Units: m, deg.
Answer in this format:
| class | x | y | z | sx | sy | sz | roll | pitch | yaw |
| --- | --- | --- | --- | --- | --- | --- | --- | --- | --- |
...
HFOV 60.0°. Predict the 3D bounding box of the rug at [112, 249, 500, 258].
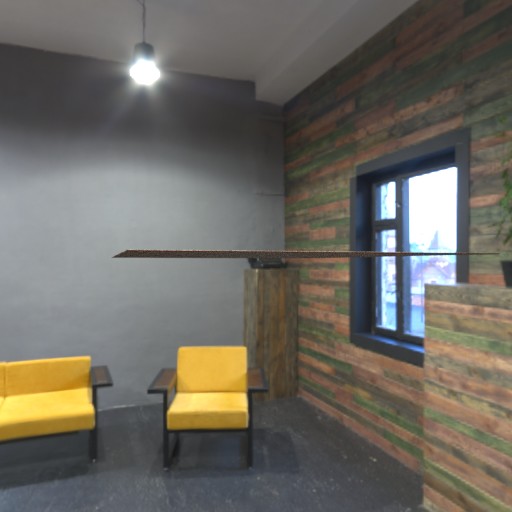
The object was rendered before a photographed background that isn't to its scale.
| class | x | y | z | sx | sy | sz | roll | pitch | yaw |
| --- | --- | --- | --- | --- | --- | --- | --- | --- | --- |
| rug | 0.000 | 0.000 | 4.042 | 2.444 | 0.012 | 3.048 | 0 | -1 | -19 |
